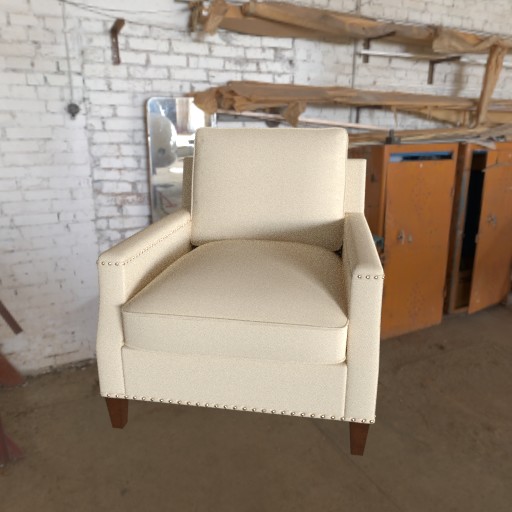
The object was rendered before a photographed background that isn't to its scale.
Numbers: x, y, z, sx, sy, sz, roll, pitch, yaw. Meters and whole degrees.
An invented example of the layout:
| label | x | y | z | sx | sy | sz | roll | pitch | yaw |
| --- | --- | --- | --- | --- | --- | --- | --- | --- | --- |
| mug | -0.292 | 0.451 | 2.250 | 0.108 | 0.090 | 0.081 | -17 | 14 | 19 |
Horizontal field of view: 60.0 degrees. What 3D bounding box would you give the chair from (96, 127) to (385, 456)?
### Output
| label | x | y | z | sx | sy | sz | roll | pitch | yaw |
| --- | --- | --- | --- | --- | --- | --- | --- | --- | --- |
| chair | 0.000 | 0.000 | 1.686 | 0.853 | 0.943 | 1.014 | 3 | 16 | 9 |
